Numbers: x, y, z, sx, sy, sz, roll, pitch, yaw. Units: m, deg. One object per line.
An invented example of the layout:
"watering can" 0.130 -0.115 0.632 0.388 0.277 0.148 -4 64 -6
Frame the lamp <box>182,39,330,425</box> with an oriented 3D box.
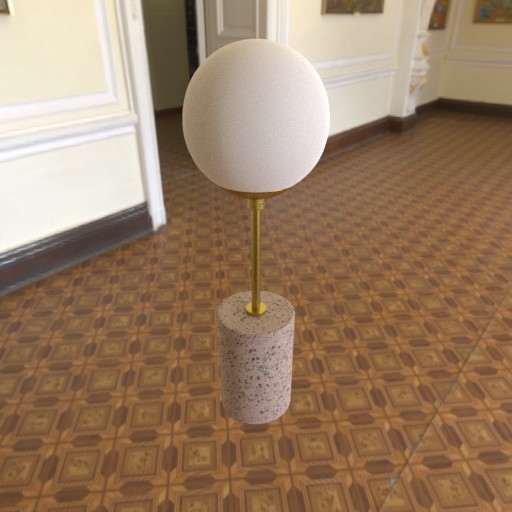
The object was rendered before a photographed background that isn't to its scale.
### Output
"lamp" 0.000 0.000 0.545 0.153 0.480 0.153 0 29 0
